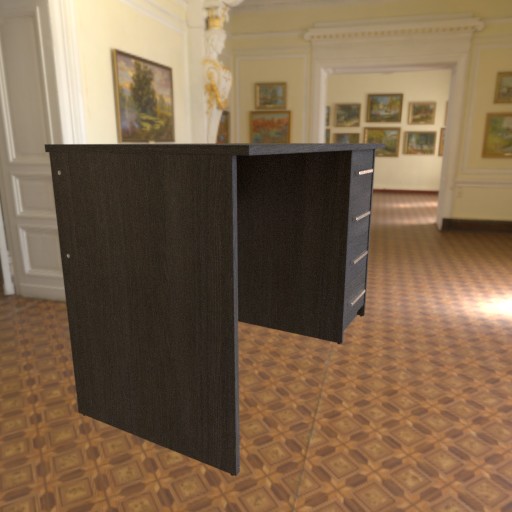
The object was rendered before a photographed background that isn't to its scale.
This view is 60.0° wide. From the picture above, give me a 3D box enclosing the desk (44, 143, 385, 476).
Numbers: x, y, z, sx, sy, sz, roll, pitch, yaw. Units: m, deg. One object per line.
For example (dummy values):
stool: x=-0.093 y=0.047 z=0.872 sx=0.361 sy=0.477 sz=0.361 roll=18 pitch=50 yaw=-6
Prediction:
desk: x=0.000 y=0.000 z=1.487 sx=0.560 sy=0.730 sz=1.096 roll=8 pitch=16 yaw=27
